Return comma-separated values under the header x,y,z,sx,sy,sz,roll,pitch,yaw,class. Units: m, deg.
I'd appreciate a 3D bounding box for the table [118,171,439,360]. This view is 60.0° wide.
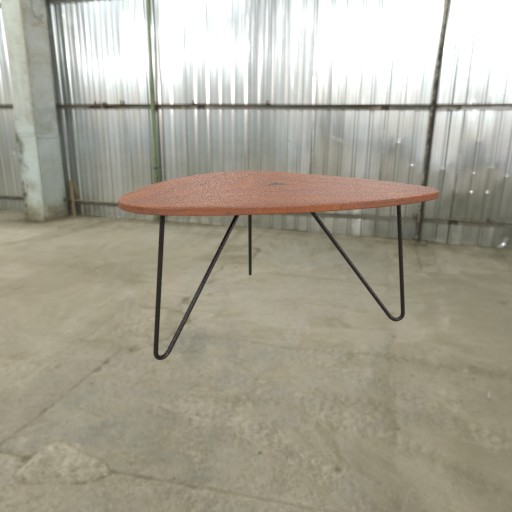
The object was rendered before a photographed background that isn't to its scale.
x,y,z,sx,sy,sz,roll,pitch,yaw,class
0.000,0.000,1.326,0.833,0.413,0.821,15,22,42,table
